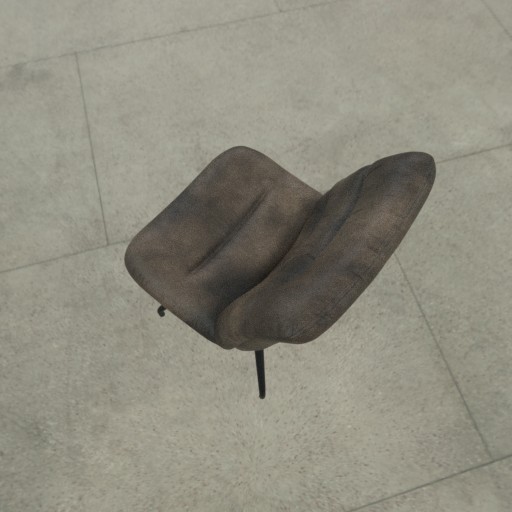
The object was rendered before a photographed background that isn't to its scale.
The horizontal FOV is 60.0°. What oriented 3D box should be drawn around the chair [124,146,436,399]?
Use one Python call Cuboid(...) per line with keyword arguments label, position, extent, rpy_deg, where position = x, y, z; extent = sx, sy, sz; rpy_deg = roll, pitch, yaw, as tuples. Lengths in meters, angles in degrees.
Cuboid(label="chair", position=(0.000, 0.000, 1.253), extent=(0.622, 0.870, 0.549), rpy_deg=(36, 70, 15))
